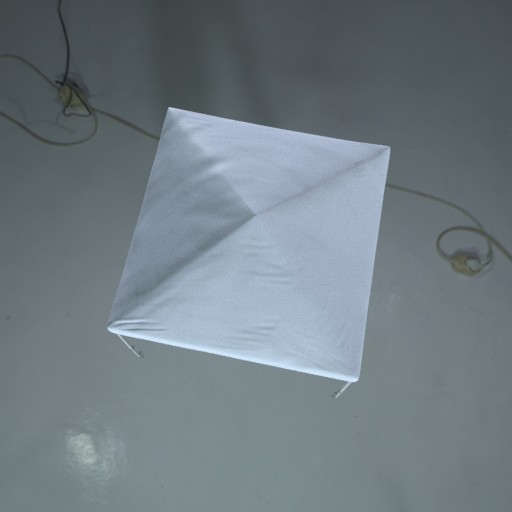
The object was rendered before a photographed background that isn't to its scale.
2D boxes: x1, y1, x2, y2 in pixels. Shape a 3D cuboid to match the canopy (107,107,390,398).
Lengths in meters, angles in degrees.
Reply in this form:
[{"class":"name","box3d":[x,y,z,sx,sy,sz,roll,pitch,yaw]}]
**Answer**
[{"class":"canopy","box3d":[0.000,0.000,6.556,3.600,3.600,3.599,11,76,3]}]
